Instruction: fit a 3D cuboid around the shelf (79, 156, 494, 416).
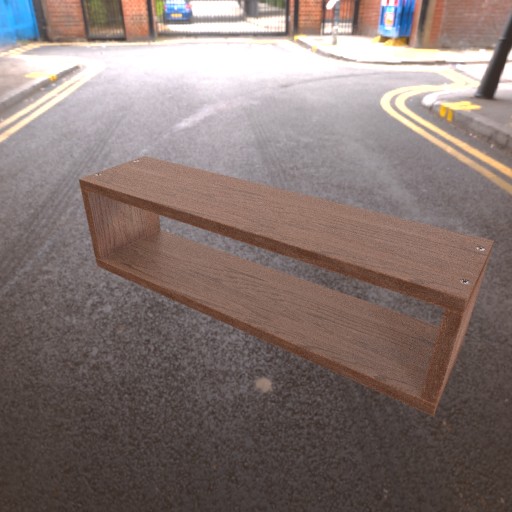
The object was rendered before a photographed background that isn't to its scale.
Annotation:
[{"bbox_3d":[0.000,0.000,0.685,0.610,0.170,0.150,19,35,29],"label":"shelf"}]
